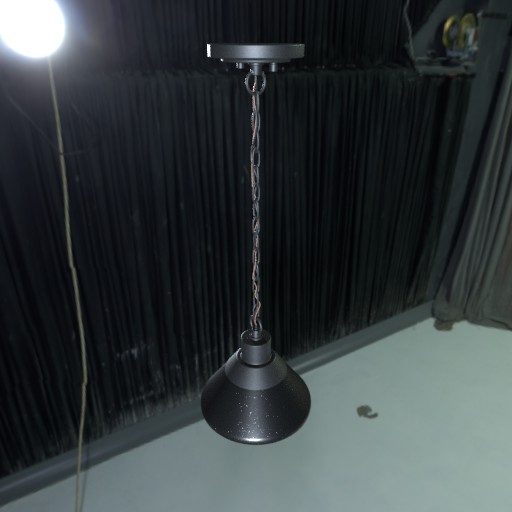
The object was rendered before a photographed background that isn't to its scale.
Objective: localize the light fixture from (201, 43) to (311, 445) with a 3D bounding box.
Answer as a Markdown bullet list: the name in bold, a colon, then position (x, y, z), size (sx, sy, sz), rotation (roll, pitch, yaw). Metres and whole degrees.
- **light fixture**: position (0.000, 0.000, 0.681), size (0.201, 0.588, 0.201), rotation (-18, 32, -32)
